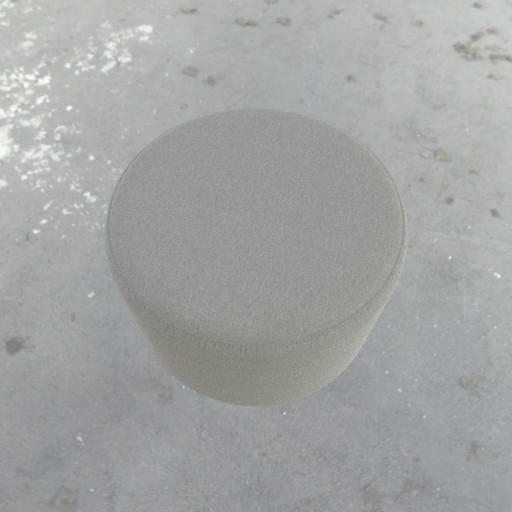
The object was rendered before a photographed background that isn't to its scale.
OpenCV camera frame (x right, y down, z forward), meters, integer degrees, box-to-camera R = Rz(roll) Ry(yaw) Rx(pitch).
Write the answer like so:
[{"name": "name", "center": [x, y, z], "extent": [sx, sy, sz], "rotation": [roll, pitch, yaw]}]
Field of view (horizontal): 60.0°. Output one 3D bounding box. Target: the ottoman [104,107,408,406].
[{"name": "ottoman", "center": [0.000, 0.000, 1.030], "extent": [0.608, 0.433, 0.608], "rotation": [0, 58, 0]}]
